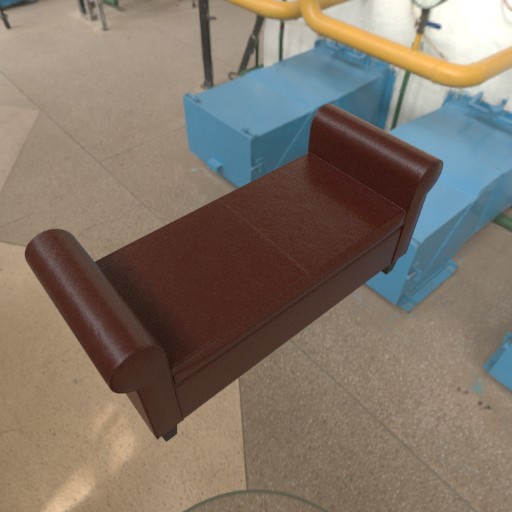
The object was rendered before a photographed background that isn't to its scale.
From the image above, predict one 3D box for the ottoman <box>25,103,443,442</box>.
[{"bbox_3d":[0.000,0.000,1.529,1.256,0.547,0.521,-31,54,-26],"label":"ottoman"}]
